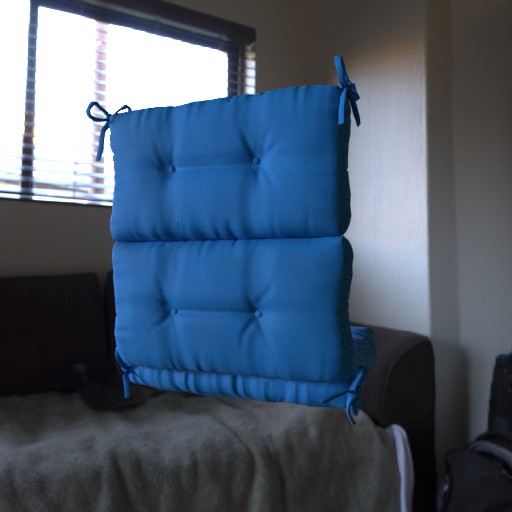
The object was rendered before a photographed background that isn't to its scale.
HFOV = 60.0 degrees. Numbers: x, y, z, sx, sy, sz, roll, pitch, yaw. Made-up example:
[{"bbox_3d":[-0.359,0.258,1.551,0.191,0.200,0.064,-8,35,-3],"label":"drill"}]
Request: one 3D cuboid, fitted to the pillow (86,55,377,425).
[{"bbox_3d":[0.000,0.000,1.003,0.519,0.605,0.571,-1,-2,19],"label":"pillow"}]
